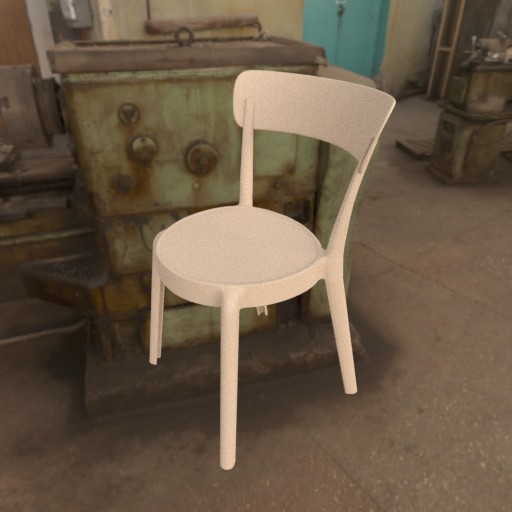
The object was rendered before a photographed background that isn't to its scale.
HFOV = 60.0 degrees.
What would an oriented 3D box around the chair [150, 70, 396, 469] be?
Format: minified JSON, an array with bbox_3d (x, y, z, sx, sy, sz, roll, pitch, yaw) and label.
[{"bbox_3d":[0.000,0.000,1.110,0.491,0.790,0.506,-19,36,-29],"label":"chair"}]
